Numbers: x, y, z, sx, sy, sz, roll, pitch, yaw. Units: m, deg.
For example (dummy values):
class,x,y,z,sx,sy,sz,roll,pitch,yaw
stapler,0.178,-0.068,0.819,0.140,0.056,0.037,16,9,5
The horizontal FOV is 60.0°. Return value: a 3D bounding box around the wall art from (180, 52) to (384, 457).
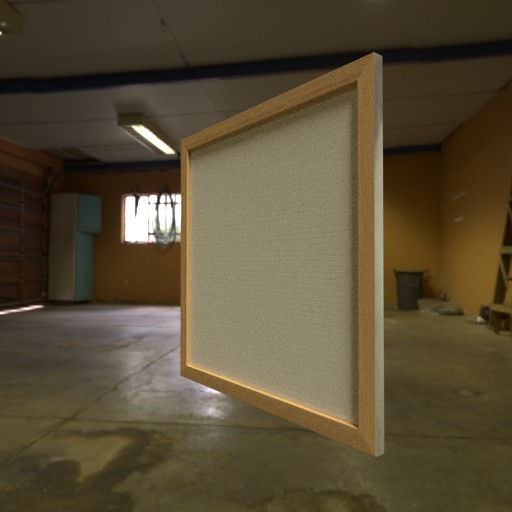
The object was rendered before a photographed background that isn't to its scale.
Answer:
class,x,y,z,sx,sy,sz,roll,pitch,yaw
wall art,0.000,0.000,1.142,0.027,0.762,0.762,1,-1,-38
